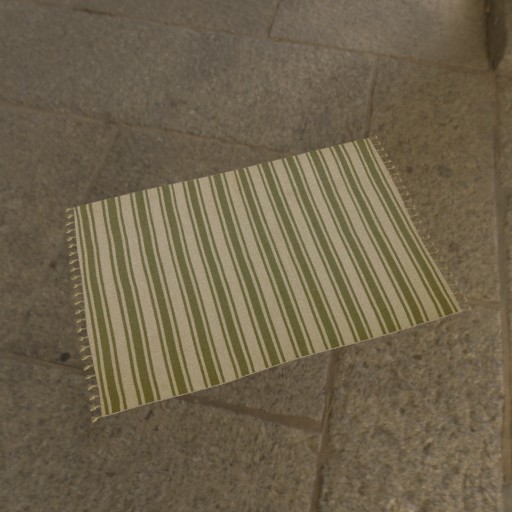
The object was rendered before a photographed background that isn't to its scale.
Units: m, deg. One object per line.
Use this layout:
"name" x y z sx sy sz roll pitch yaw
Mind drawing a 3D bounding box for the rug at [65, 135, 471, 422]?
"rug" 0.000 0.000 2.303 1.875 0.013 1.162 -15 64 -7
